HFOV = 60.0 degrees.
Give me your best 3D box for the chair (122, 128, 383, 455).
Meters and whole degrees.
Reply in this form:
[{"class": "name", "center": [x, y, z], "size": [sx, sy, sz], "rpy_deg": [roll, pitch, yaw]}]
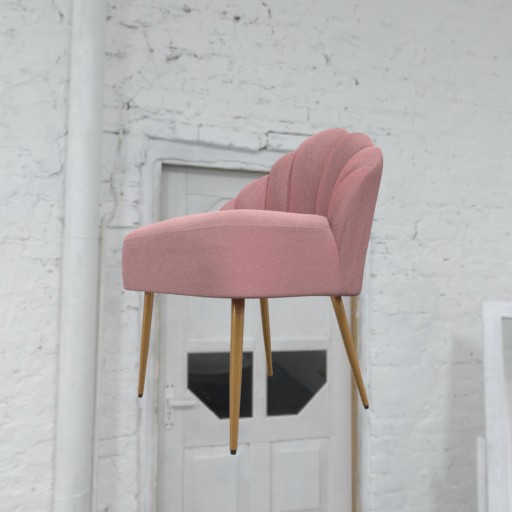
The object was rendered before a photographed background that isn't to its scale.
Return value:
[{"class": "chair", "center": [0.000, 0.000, 1.242], "size": [0.599, 0.819, 0.657], "rpy_deg": [2, -3, -36]}]
